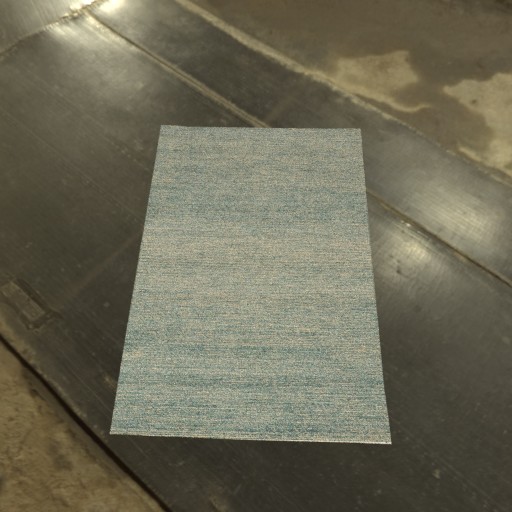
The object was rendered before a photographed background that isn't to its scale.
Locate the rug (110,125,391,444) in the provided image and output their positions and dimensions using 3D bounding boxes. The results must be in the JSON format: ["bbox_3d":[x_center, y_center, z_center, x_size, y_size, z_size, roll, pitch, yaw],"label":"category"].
[{"bbox_3d":[0.000,0.000,5.292,2.802,0.052,4.078,2,63,1],"label":"rug"}]
